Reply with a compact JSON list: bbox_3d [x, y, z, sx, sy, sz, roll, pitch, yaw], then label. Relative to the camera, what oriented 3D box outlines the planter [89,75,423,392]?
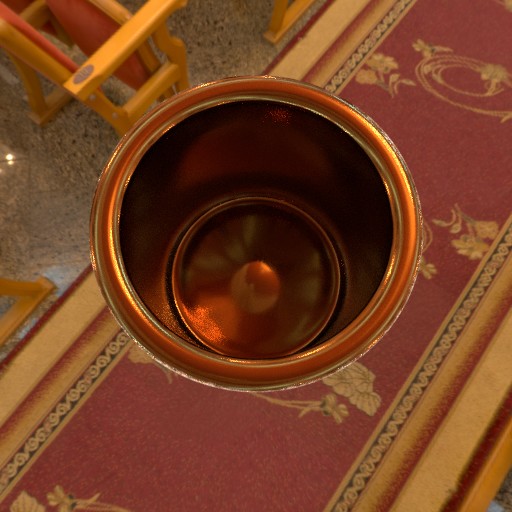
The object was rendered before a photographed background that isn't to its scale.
[{"bbox_3d":[0.000,0.000,0.305,0.177,0.157,0.177,0,75,0],"label":"planter"}]
